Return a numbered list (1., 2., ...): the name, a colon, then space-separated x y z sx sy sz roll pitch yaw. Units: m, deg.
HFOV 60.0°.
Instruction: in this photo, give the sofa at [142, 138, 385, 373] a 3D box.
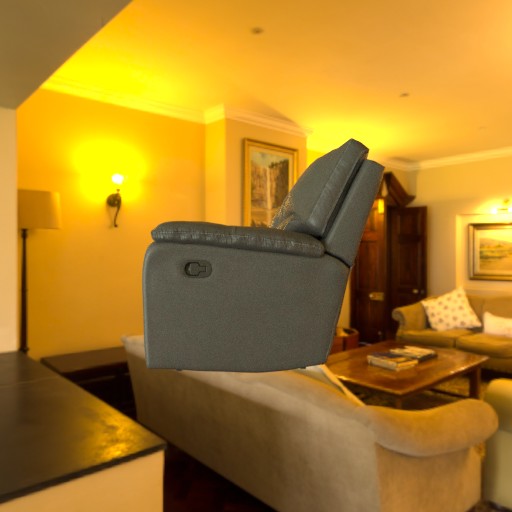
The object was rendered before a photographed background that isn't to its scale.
1. sofa: 0.000 0.000 3.175 1.104 1.134 2.627 0 0 -1
